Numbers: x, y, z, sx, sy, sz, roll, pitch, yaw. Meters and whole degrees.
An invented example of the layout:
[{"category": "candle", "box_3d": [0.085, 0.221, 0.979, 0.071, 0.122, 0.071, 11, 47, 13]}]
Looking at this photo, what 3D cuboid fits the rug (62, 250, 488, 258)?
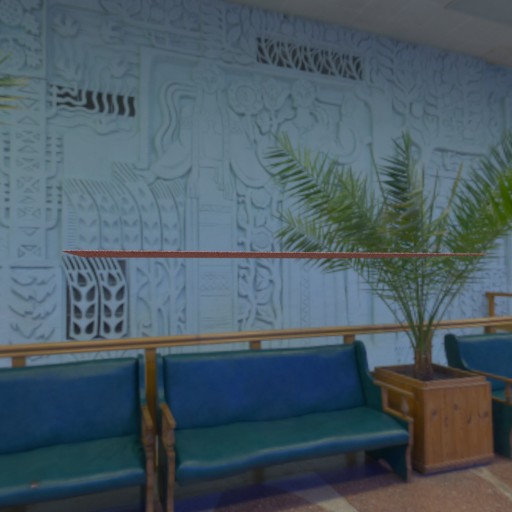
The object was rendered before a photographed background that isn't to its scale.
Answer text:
[{"category": "rug", "box_3d": [0.000, 0.000, 2.793, 2.112, 0.009, 1.594, 0, -1, -18]}]
